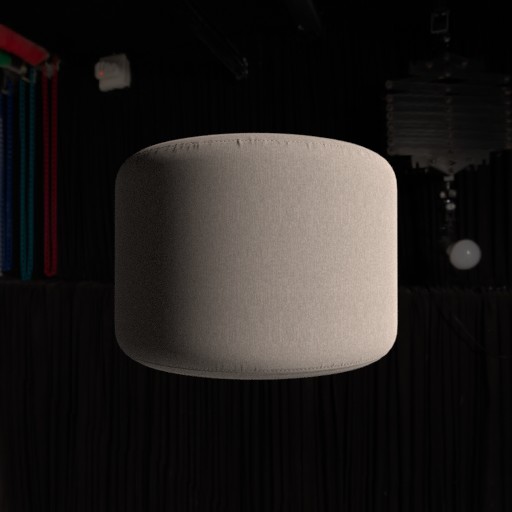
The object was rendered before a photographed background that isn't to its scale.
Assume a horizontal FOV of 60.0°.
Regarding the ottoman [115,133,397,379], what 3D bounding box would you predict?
[{"bbox_3d":[0.000,0.000,1.002,0.608,0.433,0.608,0,-1,0],"label":"ottoman"}]
